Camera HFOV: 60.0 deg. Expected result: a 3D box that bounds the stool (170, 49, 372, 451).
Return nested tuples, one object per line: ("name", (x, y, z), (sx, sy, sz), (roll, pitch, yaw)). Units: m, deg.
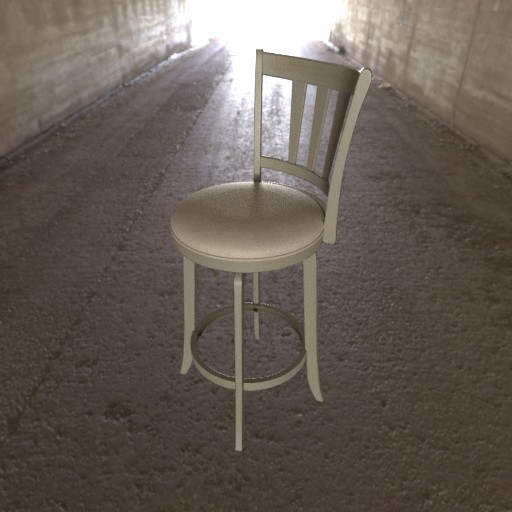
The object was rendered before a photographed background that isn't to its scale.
("stool", (0.000, 0.000, 1.290), (0.475, 1.042, 0.436), (-20, 37, -29))
